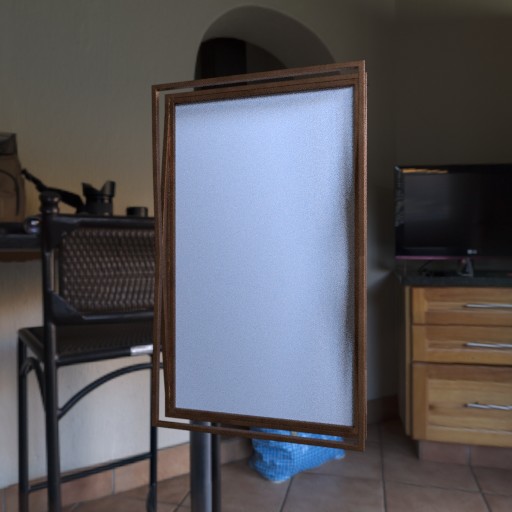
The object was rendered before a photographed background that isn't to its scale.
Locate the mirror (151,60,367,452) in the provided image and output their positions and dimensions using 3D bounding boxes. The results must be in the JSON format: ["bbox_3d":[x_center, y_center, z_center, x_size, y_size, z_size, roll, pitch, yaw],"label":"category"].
[{"bbox_3d":[0.000,0.000,0.968,0.468,0.768,0.082,0,0,16],"label":"mirror"}]
